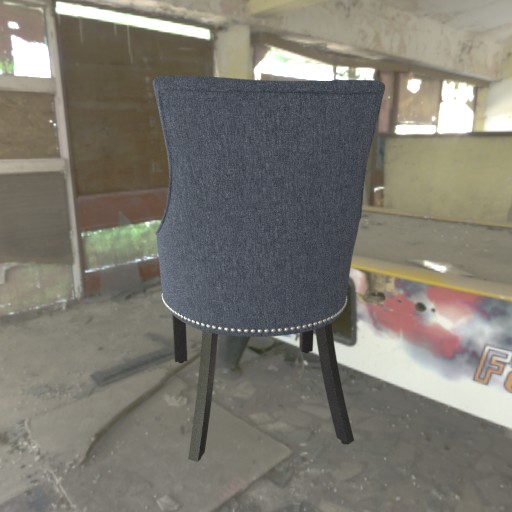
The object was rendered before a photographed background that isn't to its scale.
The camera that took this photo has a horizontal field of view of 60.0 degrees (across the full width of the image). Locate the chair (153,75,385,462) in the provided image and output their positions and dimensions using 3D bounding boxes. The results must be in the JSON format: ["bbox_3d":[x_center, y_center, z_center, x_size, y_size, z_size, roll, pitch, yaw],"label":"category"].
[{"bbox_3d":[0.000,0.000,1.290,0.566,0.909,0.629,-2,15,-9],"label":"chair"}]
